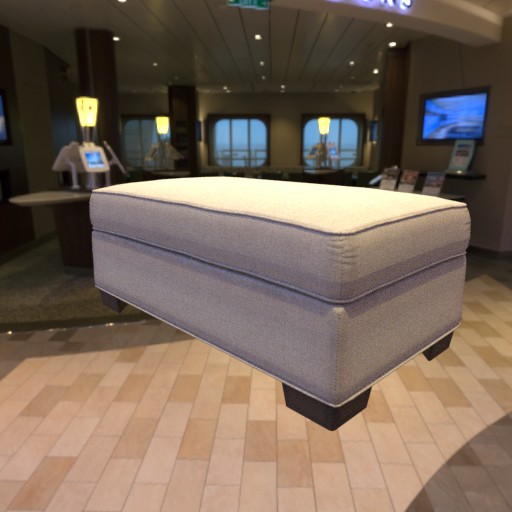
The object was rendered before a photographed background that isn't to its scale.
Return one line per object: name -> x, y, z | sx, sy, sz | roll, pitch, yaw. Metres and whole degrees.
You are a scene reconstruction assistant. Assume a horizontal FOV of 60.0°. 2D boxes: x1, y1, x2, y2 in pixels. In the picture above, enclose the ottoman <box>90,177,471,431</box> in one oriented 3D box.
ottoman -> 0.000, 0.000, 1.421 | 0.617, 0.461, 1.097 | -13, 20, -42
